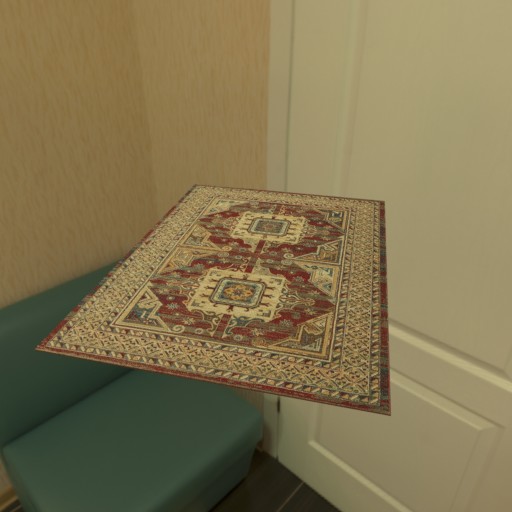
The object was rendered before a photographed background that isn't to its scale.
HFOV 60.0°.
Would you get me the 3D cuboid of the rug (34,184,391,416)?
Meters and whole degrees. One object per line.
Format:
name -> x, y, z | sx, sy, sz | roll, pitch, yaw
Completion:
rug -> 0.000, 0.000, 4.159 | 2.381, 0.013, 3.197 | 7, 31, 12
